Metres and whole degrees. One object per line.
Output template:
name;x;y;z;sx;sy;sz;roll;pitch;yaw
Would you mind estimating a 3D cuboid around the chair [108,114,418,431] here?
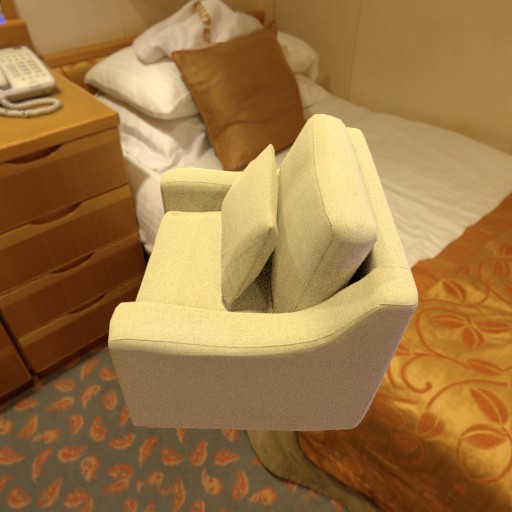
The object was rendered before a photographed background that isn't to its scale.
chair;0.000;0.000;1.962;1.009;1.016;1.178;1;41;1
